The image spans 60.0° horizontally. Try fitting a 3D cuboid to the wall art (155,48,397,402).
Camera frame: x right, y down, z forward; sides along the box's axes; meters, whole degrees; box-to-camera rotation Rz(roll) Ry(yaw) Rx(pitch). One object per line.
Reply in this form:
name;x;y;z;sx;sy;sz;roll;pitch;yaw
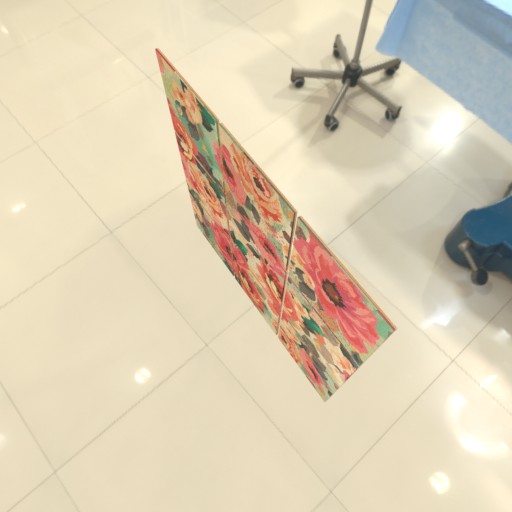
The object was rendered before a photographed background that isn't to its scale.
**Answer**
wall art;0.000;0.000;1.859;0.013;1.220;1.216;-32;68;-14
